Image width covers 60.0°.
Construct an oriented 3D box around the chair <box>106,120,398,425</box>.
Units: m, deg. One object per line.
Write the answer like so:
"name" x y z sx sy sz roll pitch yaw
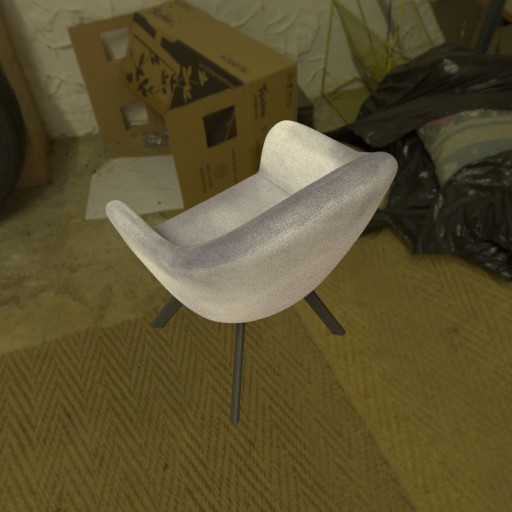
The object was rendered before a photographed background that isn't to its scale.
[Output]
"chair" 0.000 0.000 1.164 0.570 0.780 0.540 -32 55 -26
